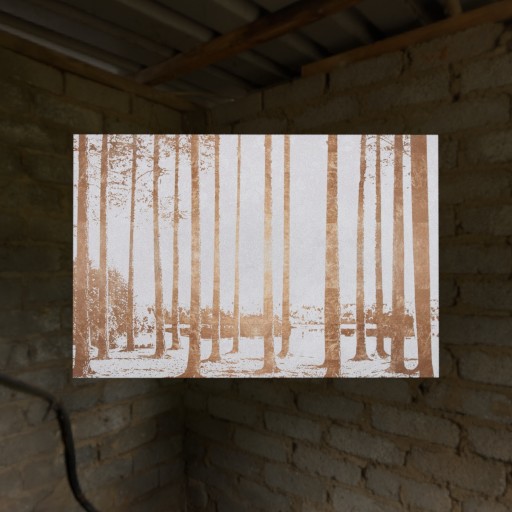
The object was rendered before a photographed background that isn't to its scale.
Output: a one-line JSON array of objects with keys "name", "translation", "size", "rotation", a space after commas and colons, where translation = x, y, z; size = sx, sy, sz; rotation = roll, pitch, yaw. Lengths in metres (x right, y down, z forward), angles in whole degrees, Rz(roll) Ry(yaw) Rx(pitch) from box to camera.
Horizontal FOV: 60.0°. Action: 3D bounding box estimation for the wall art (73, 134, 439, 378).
[{"name": "wall art", "translation": [0.000, 0.000, 1.127], "size": [0.914, 0.609, 0.035], "rotation": [0, 0, 0]}]
